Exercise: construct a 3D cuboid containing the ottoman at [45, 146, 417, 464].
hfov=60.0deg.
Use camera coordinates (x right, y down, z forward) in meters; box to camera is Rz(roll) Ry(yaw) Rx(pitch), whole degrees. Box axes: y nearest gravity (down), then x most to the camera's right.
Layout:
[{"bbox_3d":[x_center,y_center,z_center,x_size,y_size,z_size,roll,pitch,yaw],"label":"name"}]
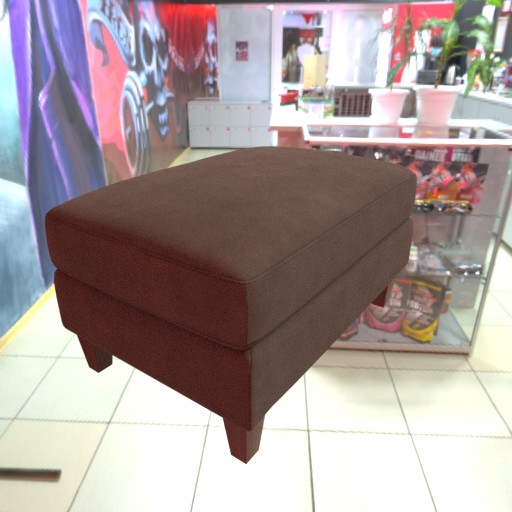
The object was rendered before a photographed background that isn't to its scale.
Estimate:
[{"bbox_3d":[0.000,0.000,1.192,0.584,0.483,0.864,17,30,32],"label":"ottoman"}]
